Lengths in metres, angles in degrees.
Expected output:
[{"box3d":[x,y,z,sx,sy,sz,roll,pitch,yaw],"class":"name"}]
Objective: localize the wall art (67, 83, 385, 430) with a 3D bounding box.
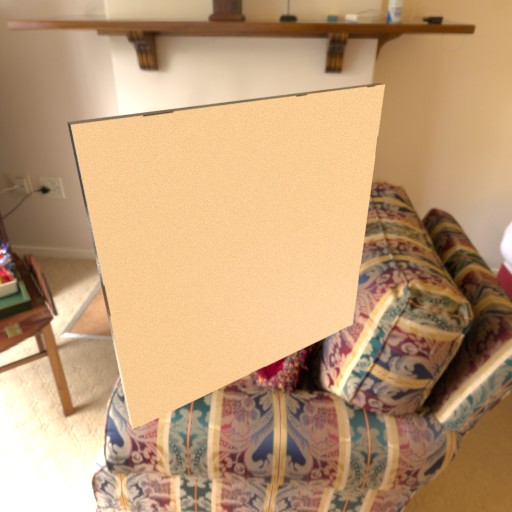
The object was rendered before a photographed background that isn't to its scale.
[{"box3d":[0.000,0.000,0.657,0.446,0.445,0.014,-18,34,-29],"class":"wall art"}]
